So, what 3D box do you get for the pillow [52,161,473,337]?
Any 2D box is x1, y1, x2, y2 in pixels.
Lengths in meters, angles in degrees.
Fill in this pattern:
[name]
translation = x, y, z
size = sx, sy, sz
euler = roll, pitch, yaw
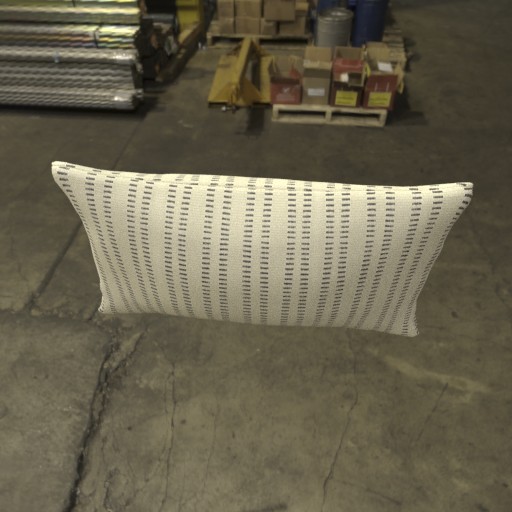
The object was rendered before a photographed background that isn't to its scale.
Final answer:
[pillow]
translation = 0.000, 0.000, 0.781
size = 0.640, 0.353, 0.210
euler = 4, 44, 4
